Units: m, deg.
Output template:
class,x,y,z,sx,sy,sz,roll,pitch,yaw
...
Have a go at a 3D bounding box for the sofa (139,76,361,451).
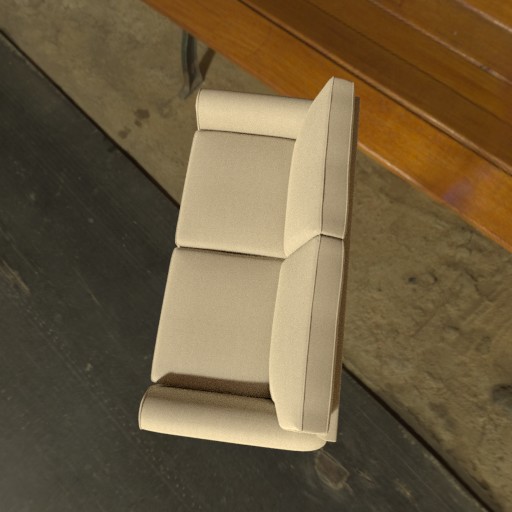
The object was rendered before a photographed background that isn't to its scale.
class,x,y,z,sx,sy,sz,roll,pitch,yaw
sofa,0.000,0.000,2.277,0.861,0.933,1.774,7,75,2
